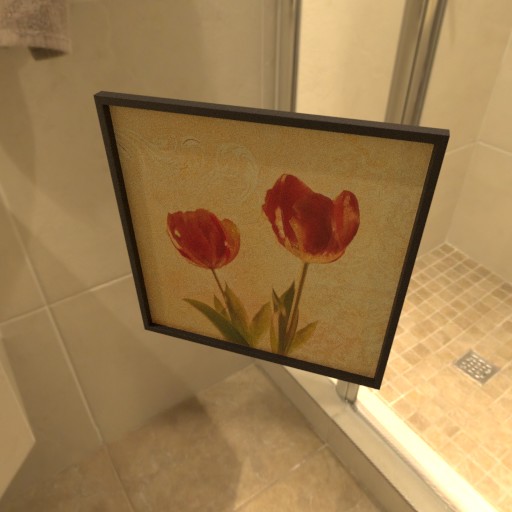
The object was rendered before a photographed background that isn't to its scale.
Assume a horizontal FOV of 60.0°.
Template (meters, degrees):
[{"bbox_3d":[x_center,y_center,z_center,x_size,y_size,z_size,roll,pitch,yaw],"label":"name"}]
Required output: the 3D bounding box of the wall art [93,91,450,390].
[{"bbox_3d":[0.000,0.000,1.218,0.805,0.807,0.043,11,39,14],"label":"wall art"}]
